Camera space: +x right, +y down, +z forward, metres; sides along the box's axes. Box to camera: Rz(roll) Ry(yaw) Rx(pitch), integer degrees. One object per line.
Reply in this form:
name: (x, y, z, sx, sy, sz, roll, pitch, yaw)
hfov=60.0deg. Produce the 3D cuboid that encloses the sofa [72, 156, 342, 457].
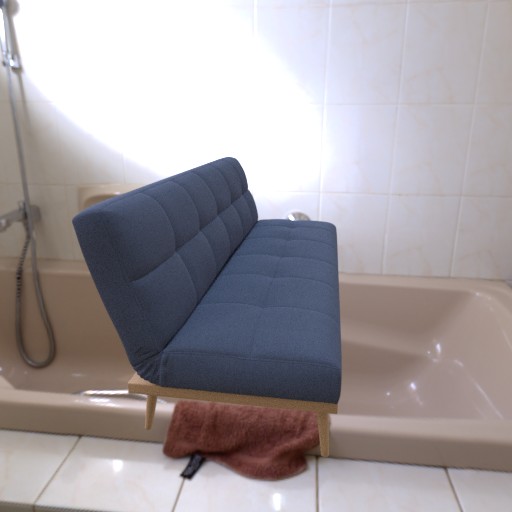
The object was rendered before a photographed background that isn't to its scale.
sofa: (0.000, 0.000, 2.139, 0.796, 0.800, 1.800, 3, 18, 9)
